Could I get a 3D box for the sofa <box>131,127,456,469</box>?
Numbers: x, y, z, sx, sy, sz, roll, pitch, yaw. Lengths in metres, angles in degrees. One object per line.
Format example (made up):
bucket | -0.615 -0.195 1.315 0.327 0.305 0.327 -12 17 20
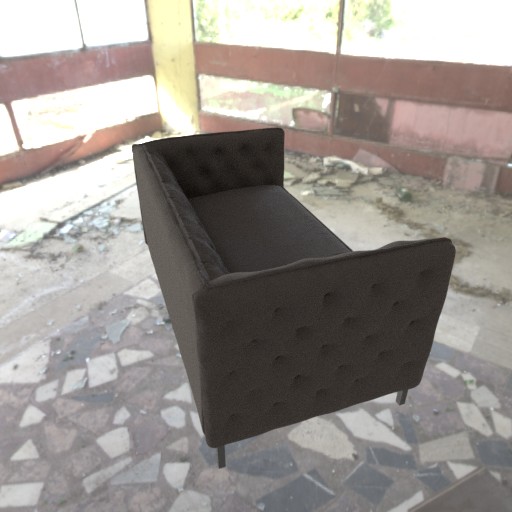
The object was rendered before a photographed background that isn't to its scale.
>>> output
sofa | 0.000 0.000 2.130 0.909 0.810 1.583 -11 33 -17
